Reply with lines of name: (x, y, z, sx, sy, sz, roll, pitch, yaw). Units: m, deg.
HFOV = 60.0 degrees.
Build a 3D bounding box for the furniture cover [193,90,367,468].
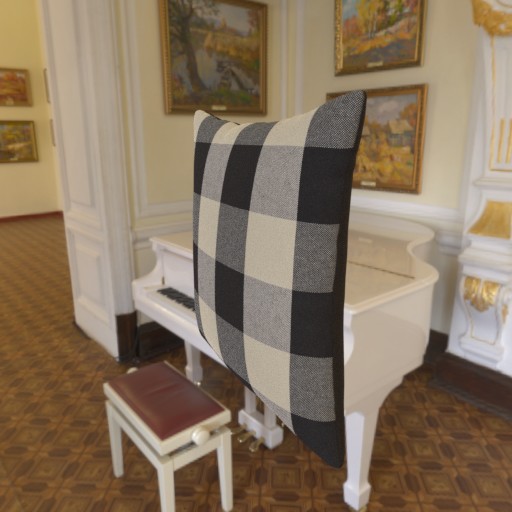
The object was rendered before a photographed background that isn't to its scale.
furniture cover: (0.000, 0.000, 0.777, 0.161, 0.509, 0.511, -8, 17, -27)
